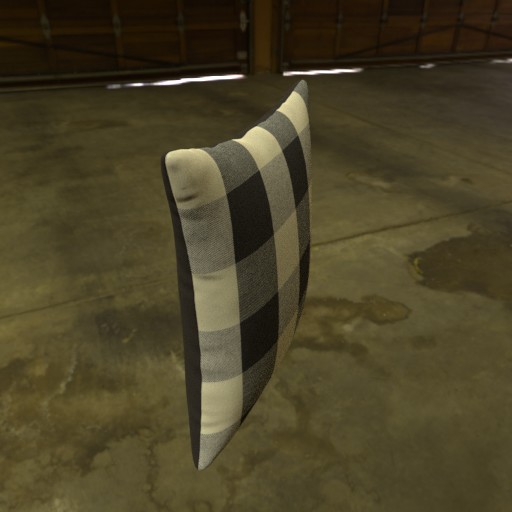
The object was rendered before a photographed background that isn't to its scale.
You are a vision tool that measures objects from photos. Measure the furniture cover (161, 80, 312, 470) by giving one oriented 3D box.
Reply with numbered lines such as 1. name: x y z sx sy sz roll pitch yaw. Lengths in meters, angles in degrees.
1. furniture cover: 0.000 0.000 0.773 0.161 0.509 0.511 11 32 18
